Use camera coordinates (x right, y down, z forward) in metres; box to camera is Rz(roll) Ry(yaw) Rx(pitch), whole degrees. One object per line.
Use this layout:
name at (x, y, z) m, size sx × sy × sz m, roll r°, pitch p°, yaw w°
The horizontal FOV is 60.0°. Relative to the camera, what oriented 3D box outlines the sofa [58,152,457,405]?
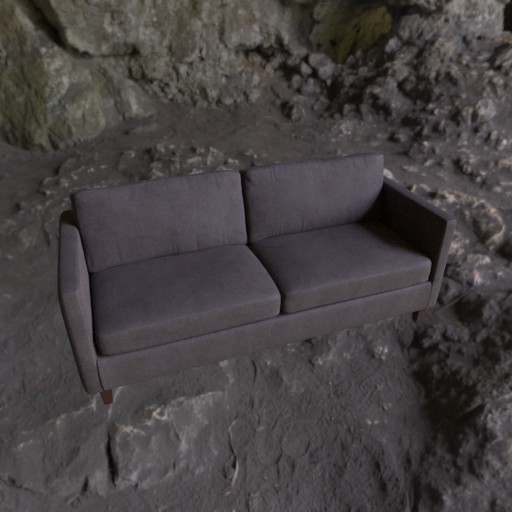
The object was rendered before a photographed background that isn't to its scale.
sofa at (0.000, 0.000, 2.760) m, size 2.208 × 0.965 × 0.951 m, roll -11°, pitch 33°, yaw -17°
